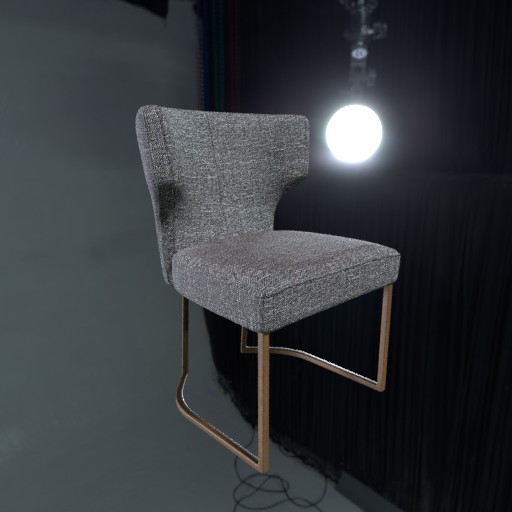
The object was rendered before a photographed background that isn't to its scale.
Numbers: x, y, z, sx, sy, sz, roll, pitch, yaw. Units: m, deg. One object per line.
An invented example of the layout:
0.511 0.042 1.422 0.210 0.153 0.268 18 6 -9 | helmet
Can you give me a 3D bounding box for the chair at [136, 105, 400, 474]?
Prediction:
0.000 0.000 1.276 0.611 0.824 0.617 -13 19 -42 | chair
